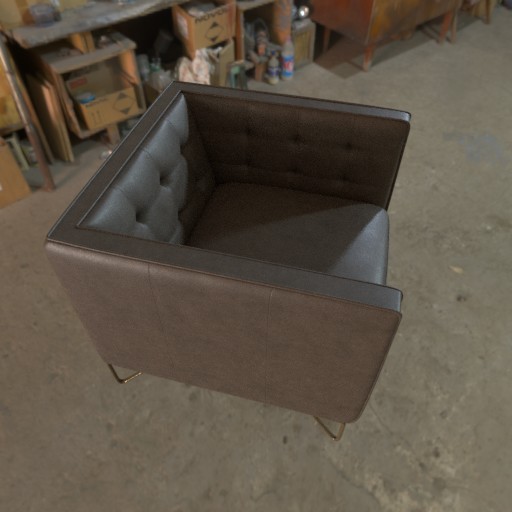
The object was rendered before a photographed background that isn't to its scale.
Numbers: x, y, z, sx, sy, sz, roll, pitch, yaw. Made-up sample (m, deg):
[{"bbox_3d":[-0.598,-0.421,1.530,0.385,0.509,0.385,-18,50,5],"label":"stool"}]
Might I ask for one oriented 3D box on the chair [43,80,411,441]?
[{"bbox_3d":[0.000,0.000,1.562,0.894,0.790,0.880,11,49,10],"label":"chair"}]
